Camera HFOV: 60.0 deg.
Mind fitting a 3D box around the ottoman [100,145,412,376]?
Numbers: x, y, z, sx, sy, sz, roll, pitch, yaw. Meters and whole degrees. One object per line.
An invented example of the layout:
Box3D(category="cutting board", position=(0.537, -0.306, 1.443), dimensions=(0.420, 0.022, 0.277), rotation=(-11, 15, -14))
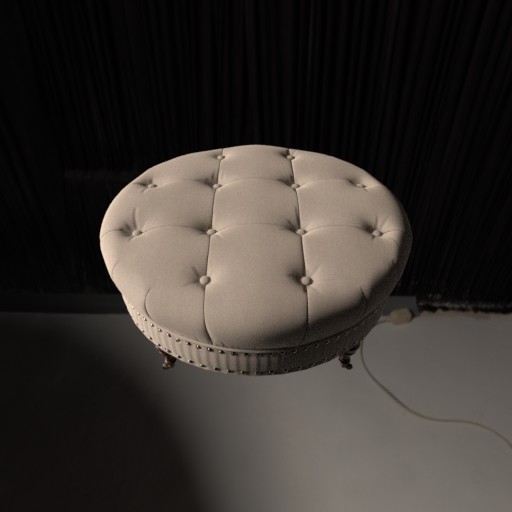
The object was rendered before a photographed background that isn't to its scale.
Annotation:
Box3D(category="ottoman", position=(0.000, 0.000, 1.419), dimensions=(0.901, 0.439, 0.901), rotation=(0, 40, 0))
